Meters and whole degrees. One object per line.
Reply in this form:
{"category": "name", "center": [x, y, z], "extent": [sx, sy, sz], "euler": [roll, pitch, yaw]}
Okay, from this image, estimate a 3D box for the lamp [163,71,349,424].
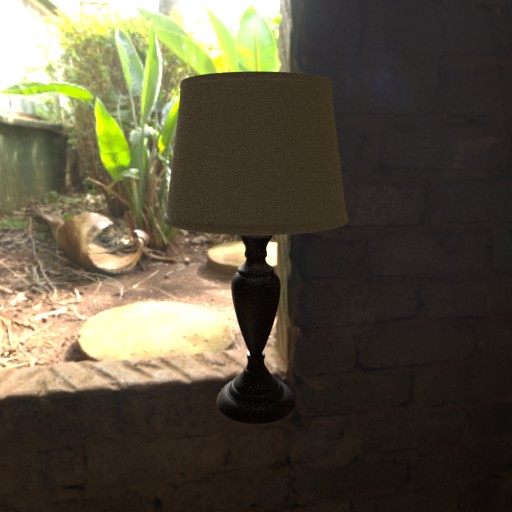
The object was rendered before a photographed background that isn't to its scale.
{"category": "lamp", "center": [0.000, 0.000, 0.835], "extent": [0.335, 0.611, 0.335], "euler": [0, 14, 0]}
